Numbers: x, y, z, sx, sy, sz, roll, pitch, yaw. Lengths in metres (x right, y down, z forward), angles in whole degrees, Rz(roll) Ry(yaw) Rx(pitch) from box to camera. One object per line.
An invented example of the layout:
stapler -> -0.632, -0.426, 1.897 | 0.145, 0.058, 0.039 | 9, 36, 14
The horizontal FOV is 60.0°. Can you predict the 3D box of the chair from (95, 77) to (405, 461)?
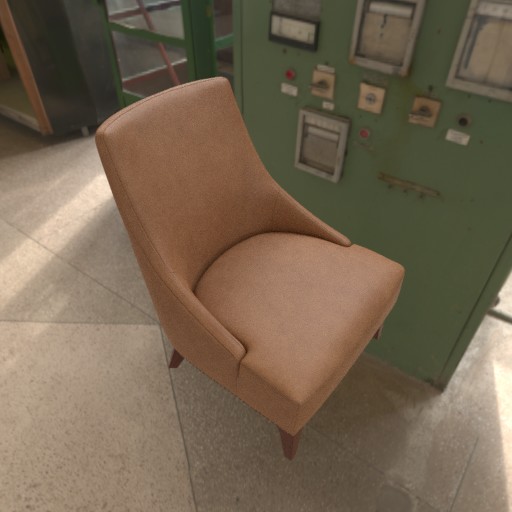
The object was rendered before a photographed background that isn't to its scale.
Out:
chair -> 0.000, 0.000, 1.508 | 0.861, 0.909, 0.701 | 27, 48, 27
